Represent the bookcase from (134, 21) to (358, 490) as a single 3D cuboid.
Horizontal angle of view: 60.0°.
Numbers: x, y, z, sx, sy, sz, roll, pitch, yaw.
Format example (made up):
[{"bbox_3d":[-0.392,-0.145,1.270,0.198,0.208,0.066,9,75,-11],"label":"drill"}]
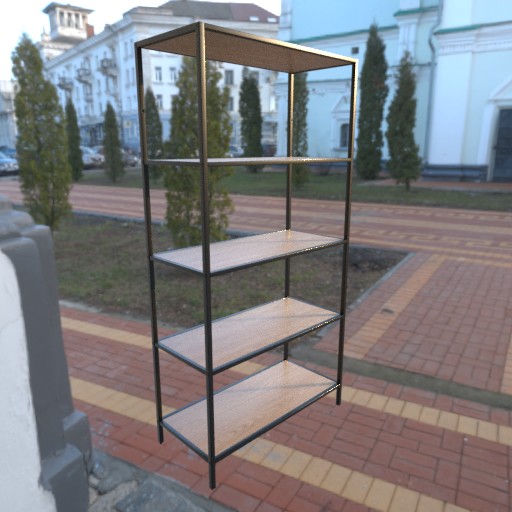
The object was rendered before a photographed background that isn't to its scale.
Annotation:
[{"bbox_3d":[0.000,0.000,1.758,0.770,1.500,0.350,-13,19,-43],"label":"bookcase"}]
